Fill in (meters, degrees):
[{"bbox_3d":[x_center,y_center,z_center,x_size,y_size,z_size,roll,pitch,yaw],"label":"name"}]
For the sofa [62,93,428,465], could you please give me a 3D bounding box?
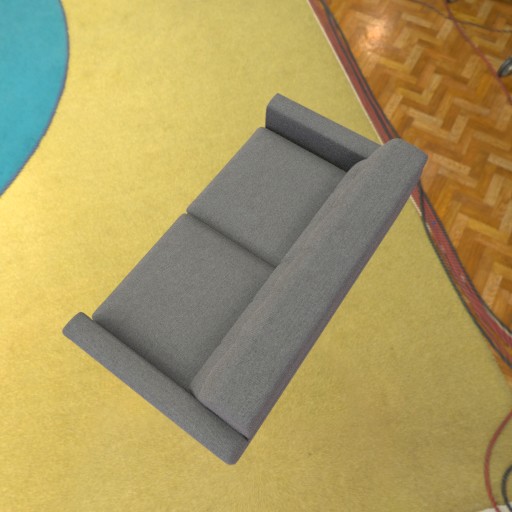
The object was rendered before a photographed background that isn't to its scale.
[{"bbox_3d":[0.000,0.000,2.156,0.909,0.841,1.631,32,69,14],"label":"sofa"}]
